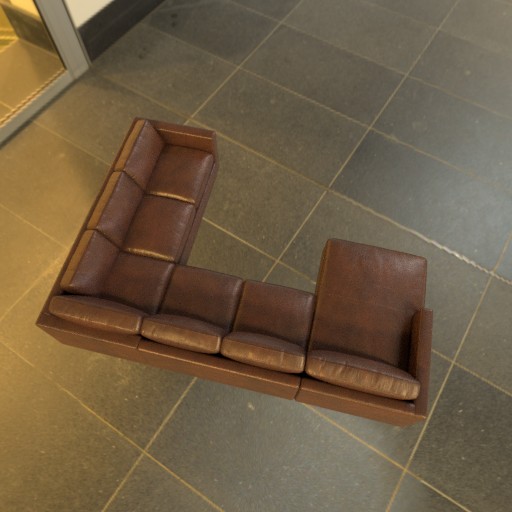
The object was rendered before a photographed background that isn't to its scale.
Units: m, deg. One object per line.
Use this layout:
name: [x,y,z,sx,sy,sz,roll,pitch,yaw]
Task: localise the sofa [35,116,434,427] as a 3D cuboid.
sofa: [0.000,0.000,4.410,3.324,0.891,2.452,12,64,6]
